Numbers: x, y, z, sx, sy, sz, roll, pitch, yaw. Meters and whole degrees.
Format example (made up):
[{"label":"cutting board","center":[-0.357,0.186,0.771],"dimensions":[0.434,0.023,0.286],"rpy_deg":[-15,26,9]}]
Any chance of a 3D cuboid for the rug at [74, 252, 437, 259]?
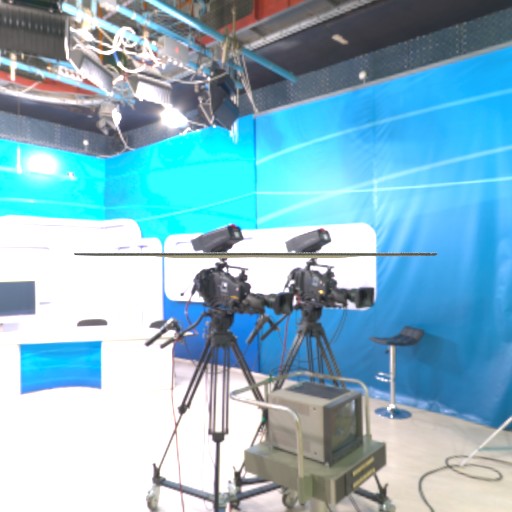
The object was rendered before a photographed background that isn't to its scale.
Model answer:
[{"label":"rug","center":[0.000,0.000,2.343],"dimensions":[1.174,0.022,1.853],"rpy_deg":[0,-1,0]}]
